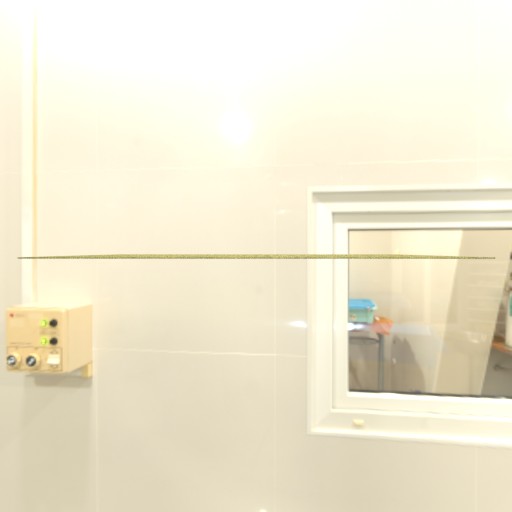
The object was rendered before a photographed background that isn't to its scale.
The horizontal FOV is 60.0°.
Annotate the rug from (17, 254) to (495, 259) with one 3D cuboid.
[{"bbox_3d":[0.000,0.000,2.880,2.297,0.007,1.529,0,1,1],"label":"rug"}]
